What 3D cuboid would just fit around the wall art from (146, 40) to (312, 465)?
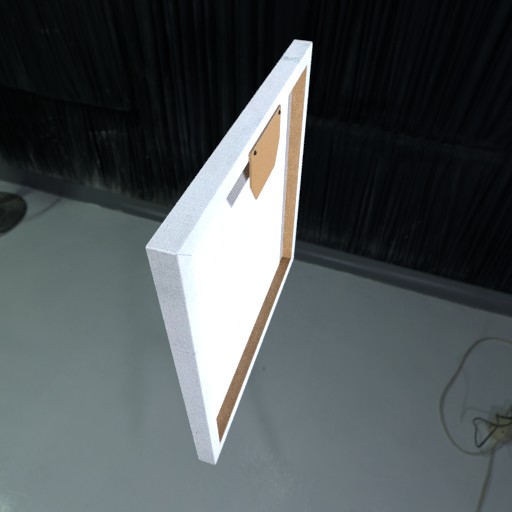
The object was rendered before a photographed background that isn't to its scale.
[{"bbox_3d":[0.000,0.000,0.875,0.044,0.605,0.605,13,47,13],"label":"wall art"}]
